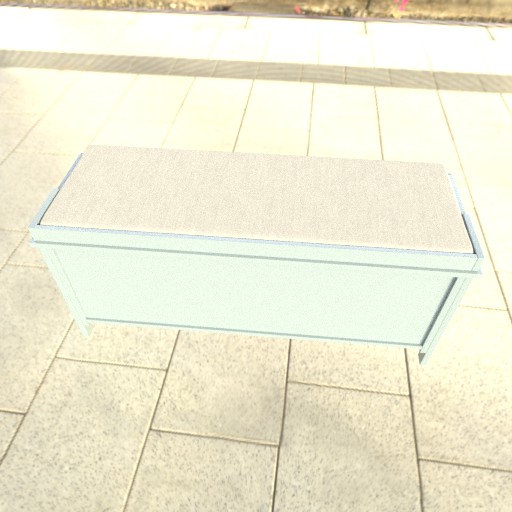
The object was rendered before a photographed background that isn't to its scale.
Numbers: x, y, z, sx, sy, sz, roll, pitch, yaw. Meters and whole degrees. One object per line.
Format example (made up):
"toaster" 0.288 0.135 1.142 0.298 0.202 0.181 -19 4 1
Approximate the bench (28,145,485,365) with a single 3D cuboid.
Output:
"bench" 0.000 0.000 1.391 1.140 0.501 0.398 4 47 4
